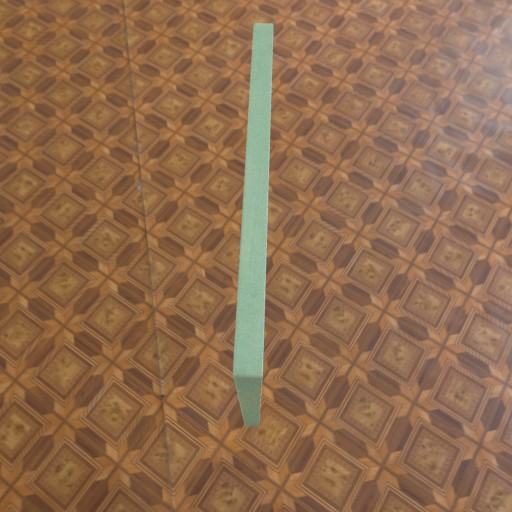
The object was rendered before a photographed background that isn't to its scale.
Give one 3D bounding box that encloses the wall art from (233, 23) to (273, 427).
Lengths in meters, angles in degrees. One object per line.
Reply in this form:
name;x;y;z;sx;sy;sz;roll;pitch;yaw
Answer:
wall art;0.000;0.000;1.608;0.070;1.073;1.071;2;64;1
